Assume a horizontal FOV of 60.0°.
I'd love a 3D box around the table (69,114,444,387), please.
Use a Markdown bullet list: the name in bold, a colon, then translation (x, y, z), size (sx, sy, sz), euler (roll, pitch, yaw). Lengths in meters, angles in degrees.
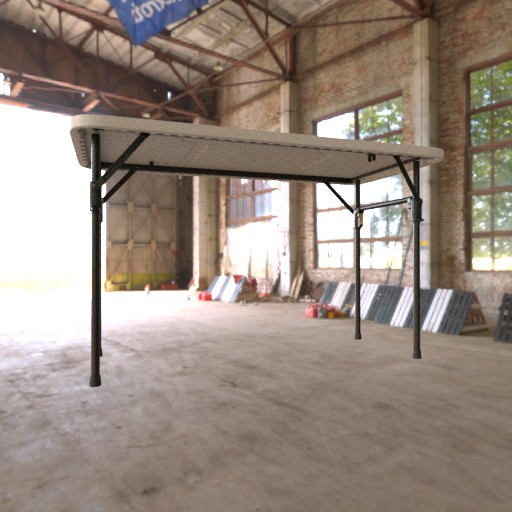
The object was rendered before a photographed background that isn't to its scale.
- **table**: translation (0.000, 0.000, 1.599), size (1.219, 0.729, 0.610), euler (0, 0, -19)
